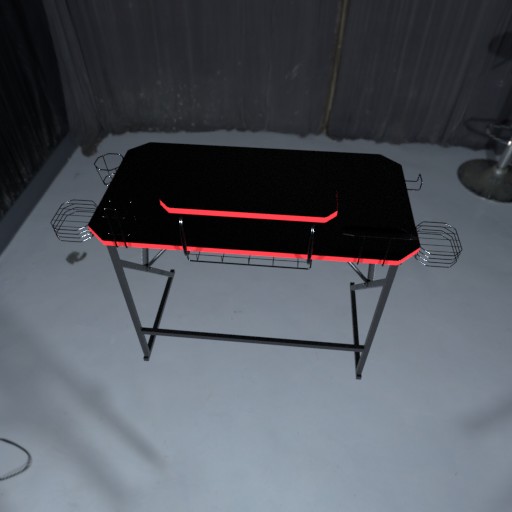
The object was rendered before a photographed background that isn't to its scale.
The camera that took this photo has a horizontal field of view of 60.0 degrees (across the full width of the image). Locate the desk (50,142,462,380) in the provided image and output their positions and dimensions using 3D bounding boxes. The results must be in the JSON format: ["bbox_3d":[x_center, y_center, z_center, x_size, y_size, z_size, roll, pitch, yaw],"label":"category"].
[{"bbox_3d":[0.000,0.000,1.710,1.280,0.913,0.588,4,46,4],"label":"desk"}]
